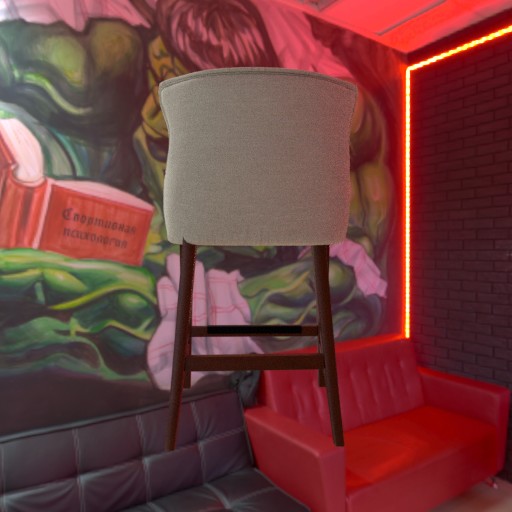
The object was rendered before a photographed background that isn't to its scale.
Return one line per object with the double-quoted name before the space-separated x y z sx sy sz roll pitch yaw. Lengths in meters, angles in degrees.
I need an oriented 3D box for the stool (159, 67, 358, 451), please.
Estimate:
"stool" 0.000 0.000 1.393 0.615 0.987 0.637 0 0 -2
